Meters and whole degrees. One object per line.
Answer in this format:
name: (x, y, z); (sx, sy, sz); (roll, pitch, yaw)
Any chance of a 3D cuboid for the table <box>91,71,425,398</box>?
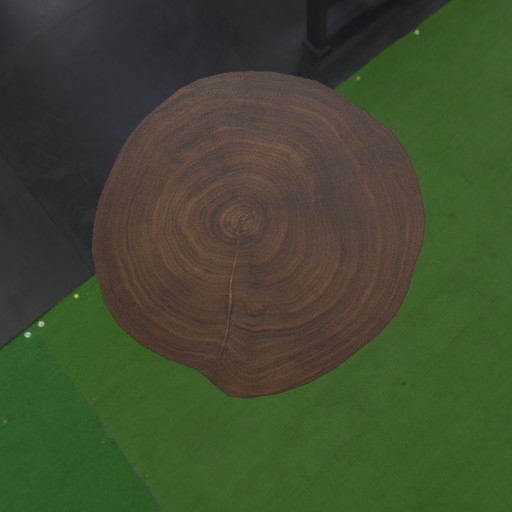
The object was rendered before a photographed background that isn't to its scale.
table: (0.000, 0.000, 0.872); (0.494, 0.476, 0.477); (-37, 78, -9)
